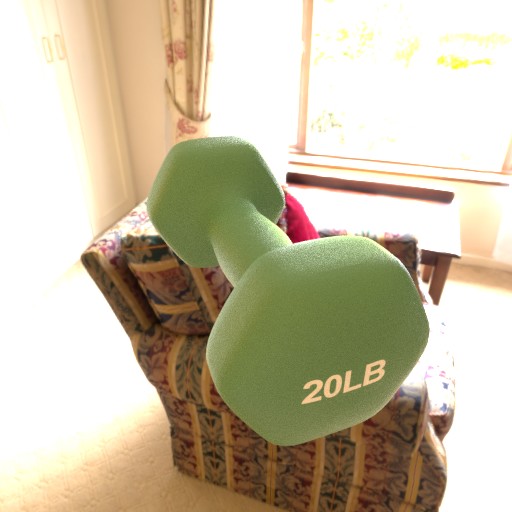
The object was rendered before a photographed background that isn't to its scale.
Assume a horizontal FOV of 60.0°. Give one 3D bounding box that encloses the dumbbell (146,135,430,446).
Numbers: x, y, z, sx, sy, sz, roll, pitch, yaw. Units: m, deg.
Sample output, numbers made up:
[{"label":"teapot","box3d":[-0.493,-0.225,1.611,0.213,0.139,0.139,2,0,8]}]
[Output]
[{"label":"dumbbell","box3d":[0.000,0.000,0.320,0.126,0.114,0.257,-11,33,-17]}]
